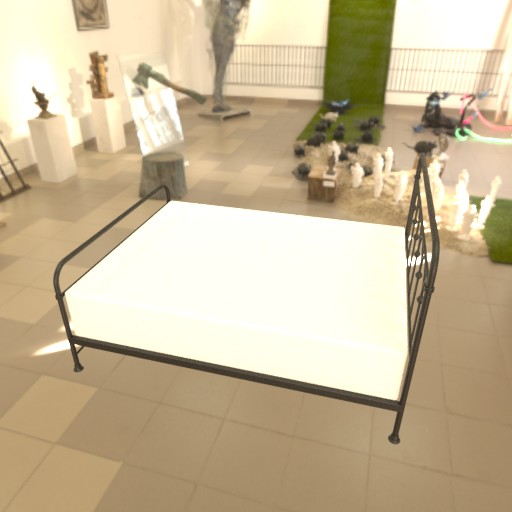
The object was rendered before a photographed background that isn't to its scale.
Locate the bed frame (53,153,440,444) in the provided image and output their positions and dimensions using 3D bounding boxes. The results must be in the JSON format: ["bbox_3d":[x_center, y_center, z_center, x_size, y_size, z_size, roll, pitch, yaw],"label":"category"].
[{"bbox_3d":[0.000,0.000,3.207,2.203,1.276,1.664,8,31,14],"label":"bed frame"}]
